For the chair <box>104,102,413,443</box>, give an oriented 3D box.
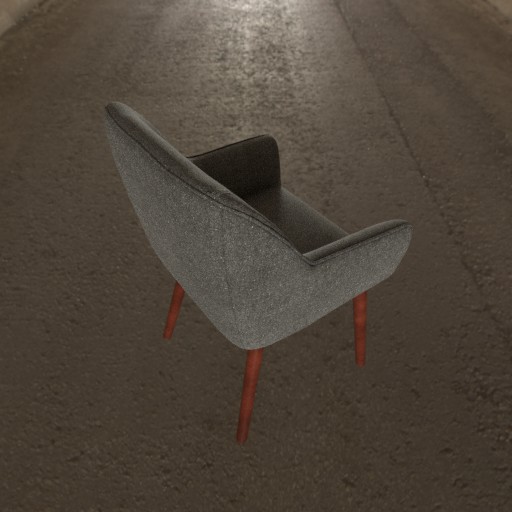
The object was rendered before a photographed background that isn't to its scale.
[{"bbox_3d":[0.000,0.000,1.148,0.519,0.803,0.543,-26,48,-26],"label":"chair"}]
